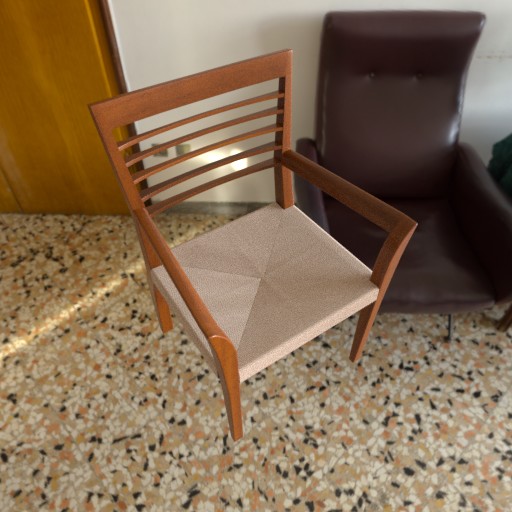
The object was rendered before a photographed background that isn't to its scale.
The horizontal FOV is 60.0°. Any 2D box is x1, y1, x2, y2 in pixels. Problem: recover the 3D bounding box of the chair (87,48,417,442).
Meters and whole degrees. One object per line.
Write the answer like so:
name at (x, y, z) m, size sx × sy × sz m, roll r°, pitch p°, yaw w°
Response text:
chair at (0.000, 0.000, 1.245) m, size 0.587 × 0.855 × 0.540 m, roll -26°, pitch 52°, yaw -23°
